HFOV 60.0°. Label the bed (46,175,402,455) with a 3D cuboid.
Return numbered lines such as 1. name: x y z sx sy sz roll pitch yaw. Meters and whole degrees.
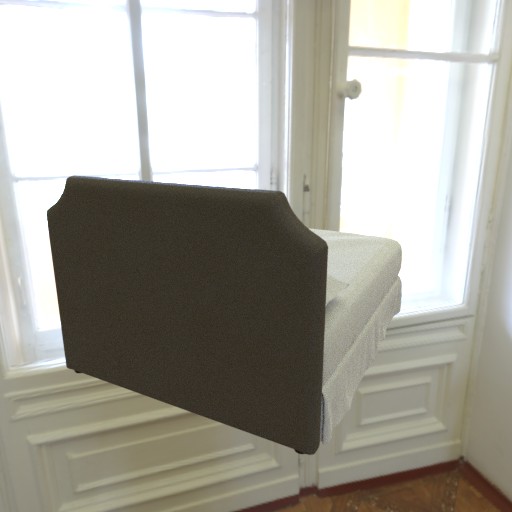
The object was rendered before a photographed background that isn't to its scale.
1. bed: 0.000 0.000 3.901 2.194 1.561 2.536 9 19 27
